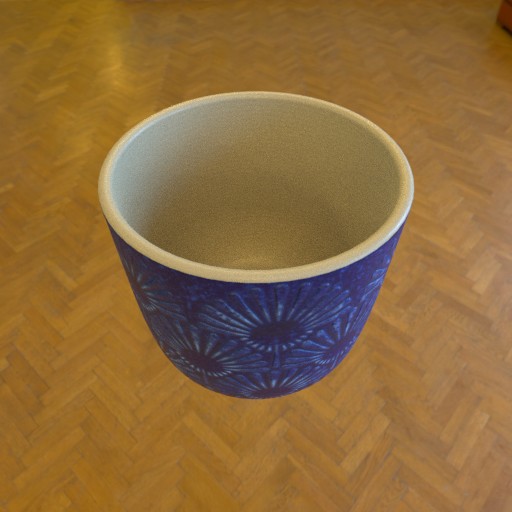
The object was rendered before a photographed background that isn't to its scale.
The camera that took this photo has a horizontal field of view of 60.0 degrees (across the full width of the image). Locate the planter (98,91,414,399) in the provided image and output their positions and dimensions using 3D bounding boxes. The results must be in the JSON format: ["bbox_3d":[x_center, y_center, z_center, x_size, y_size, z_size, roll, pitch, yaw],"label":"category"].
[{"bbox_3d":[0.000,0.000,0.217,0.124,0.109,0.124,0,47,0],"label":"planter"}]
